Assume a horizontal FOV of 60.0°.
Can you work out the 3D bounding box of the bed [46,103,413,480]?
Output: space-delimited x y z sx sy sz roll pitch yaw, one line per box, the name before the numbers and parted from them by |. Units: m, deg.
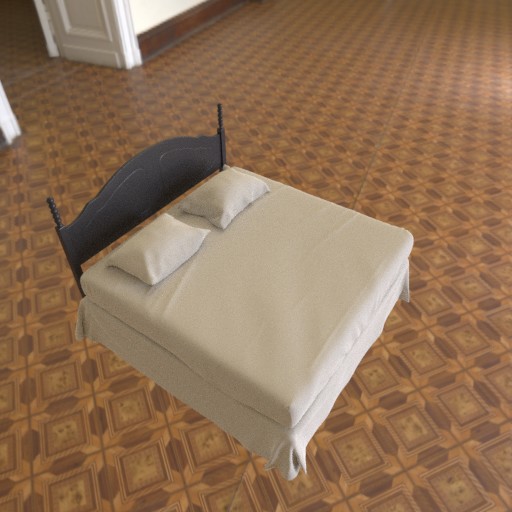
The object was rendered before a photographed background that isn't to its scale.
bed | 0.000 0.000 3.589 2.219 1.355 2.322 25 48 25
